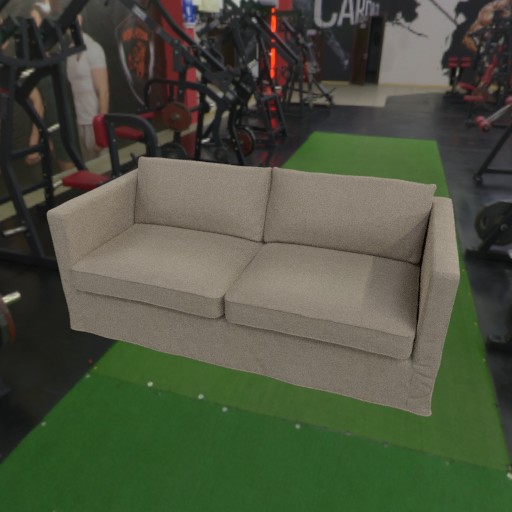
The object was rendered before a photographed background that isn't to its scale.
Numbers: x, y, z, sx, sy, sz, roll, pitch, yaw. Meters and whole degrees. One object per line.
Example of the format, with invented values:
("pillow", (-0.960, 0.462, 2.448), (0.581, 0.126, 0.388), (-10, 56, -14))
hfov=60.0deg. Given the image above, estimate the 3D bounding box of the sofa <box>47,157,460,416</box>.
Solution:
("sofa", (0.000, 0.000, 2.454), (1.987, 0.847, 0.956), (9, 29, 17))
